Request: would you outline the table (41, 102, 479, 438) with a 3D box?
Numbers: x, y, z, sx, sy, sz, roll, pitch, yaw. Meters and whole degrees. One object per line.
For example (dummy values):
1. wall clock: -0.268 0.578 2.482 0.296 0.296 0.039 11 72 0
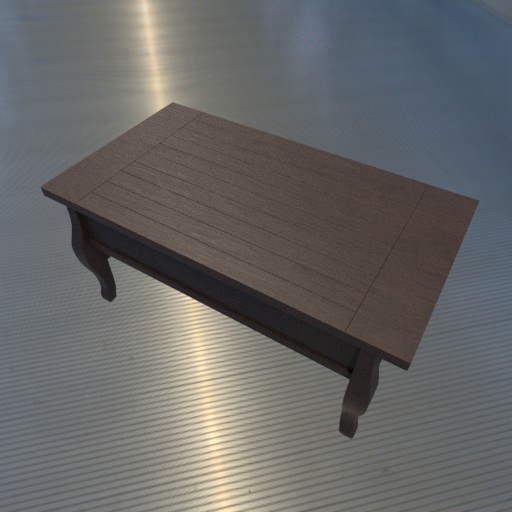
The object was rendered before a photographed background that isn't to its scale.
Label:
1. table: 0.000 0.000 1.399 1.062 0.494 0.600 24 51 21
